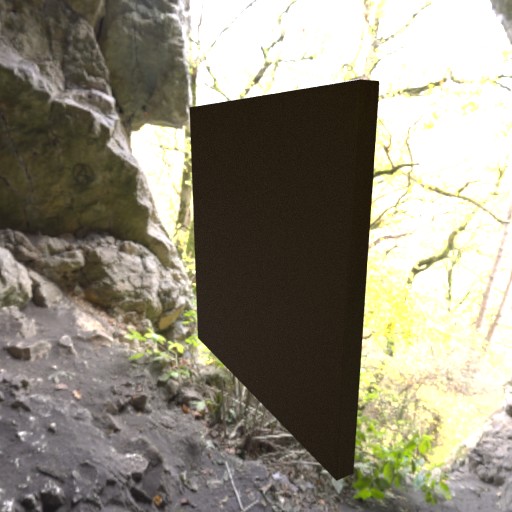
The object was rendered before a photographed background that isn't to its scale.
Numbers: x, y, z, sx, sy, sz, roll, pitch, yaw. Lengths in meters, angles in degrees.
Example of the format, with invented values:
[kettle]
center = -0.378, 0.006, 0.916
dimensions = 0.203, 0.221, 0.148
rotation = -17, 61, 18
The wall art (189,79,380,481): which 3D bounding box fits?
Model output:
[wall art]
center = 0.000, 0.000, 0.750
dimensions = 0.030, 0.506, 0.503
rotation = -8, 17, -28
